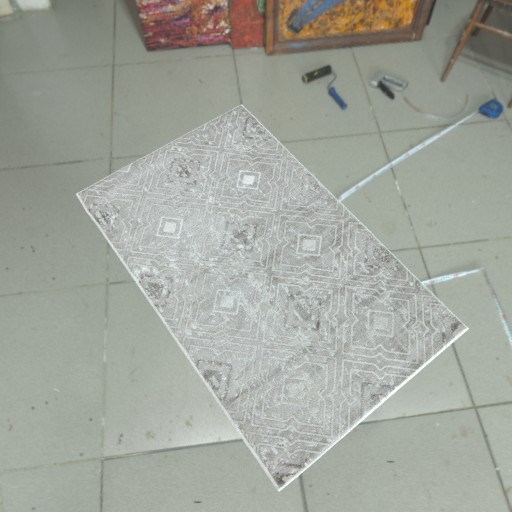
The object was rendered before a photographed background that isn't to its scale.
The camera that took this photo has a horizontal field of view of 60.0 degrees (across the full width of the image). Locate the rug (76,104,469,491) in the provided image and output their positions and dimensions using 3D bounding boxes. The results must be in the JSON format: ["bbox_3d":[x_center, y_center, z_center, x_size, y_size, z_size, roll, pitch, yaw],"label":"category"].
[{"bbox_3d":[0.000,0.000,3.047,1.537,0.036,2.447,-33,67,-16],"label":"rug"}]
